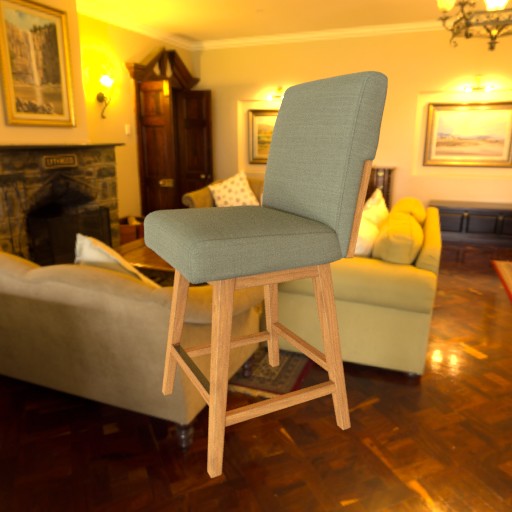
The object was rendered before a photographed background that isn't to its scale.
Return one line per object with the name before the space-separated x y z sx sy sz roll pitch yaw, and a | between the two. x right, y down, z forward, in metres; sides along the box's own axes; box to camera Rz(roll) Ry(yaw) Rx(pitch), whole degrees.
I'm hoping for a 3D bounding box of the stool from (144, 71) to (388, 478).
stool | 0.000 0.000 1.317 0.570 1.019 0.459 -8 17 -26
